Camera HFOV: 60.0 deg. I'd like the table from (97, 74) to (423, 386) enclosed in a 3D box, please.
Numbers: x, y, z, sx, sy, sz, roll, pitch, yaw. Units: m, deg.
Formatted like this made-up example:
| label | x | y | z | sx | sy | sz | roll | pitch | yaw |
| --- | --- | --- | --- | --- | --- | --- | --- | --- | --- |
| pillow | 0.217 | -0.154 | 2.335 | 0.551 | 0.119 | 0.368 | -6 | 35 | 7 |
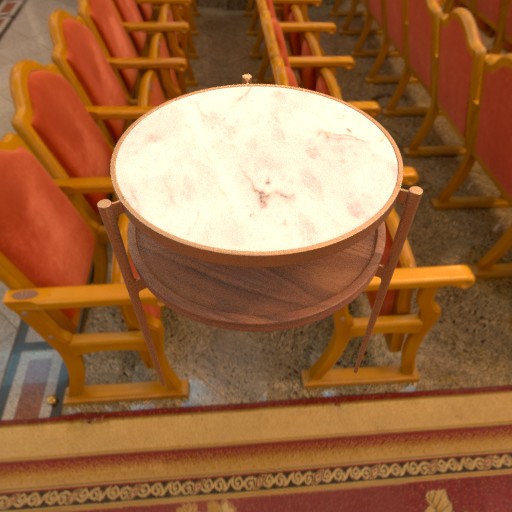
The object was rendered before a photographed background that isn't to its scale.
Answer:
| label | x | y | z | sx | sy | sz | roll | pitch | yaw |
| --- | --- | --- | --- | --- | --- | --- | --- | --- | --- |
| table | 0.000 | 0.000 | 0.840 | 0.430 | 0.493 | 0.456 | -3 | 47 | -3 |
